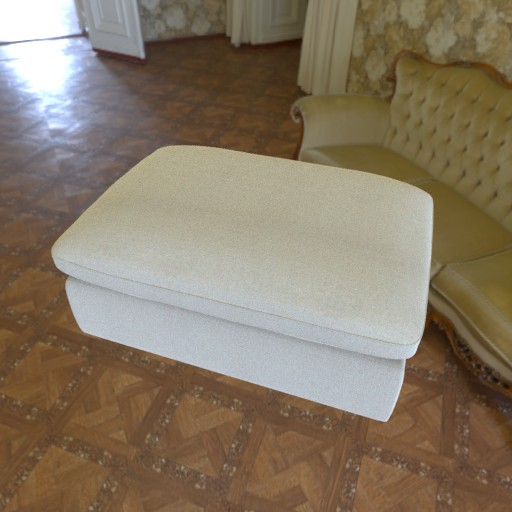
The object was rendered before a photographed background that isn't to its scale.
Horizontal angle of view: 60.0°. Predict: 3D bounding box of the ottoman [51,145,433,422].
[{"bbox_3d":[0.000,0.000,1.389,0.984,0.453,0.686,13,42,14],"label":"ottoman"}]
